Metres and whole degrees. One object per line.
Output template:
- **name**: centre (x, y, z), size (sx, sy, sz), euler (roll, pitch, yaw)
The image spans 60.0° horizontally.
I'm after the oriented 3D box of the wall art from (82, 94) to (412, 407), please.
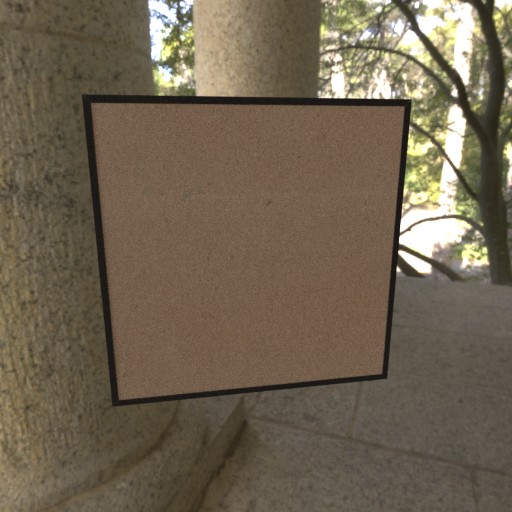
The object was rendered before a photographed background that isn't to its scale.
- **wall art**: centre (0.000, 0.000, 1.129), size (0.762, 0.762, 0.038), euler (-3, 16, -10)
